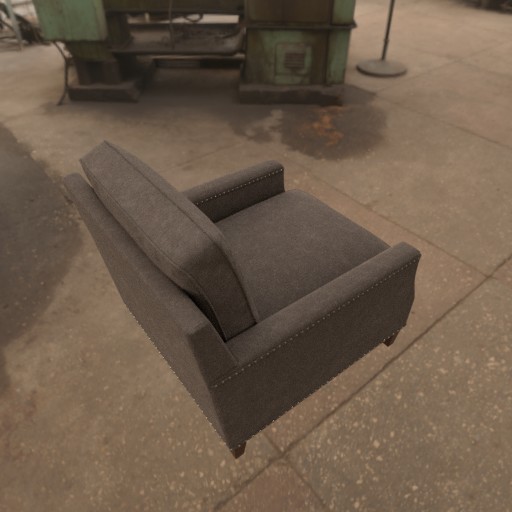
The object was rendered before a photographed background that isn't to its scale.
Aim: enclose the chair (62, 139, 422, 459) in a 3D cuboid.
[{"bbox_3d":[0.000,0.000,1.678,1.014,0.948,0.853,-26,48,-27],"label":"chair"}]
